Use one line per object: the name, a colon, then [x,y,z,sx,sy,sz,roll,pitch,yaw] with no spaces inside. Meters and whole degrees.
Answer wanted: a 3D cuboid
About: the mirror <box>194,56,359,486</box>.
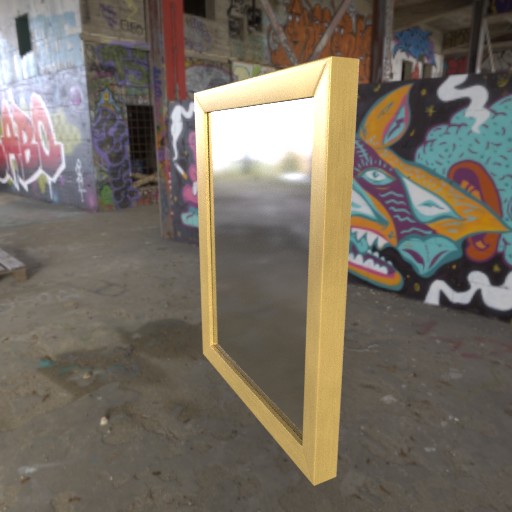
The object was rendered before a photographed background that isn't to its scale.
mirror: [0.000,0.000,0.685,0.041,0.508,0.405,-7,16,-26]
